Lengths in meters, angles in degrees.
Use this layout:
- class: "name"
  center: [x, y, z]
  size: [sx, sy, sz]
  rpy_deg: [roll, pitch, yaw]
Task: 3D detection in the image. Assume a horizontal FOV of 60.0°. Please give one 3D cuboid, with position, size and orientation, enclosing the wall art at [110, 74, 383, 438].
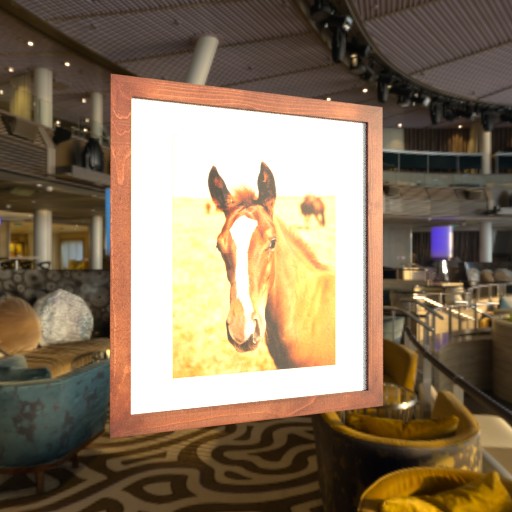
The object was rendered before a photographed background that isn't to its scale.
- class: "wall art"
  center: [0.000, 0.000, 0.528]
  size: [0.330, 0.381, 0.030]
  rpy_deg: [0, 0, -18]
